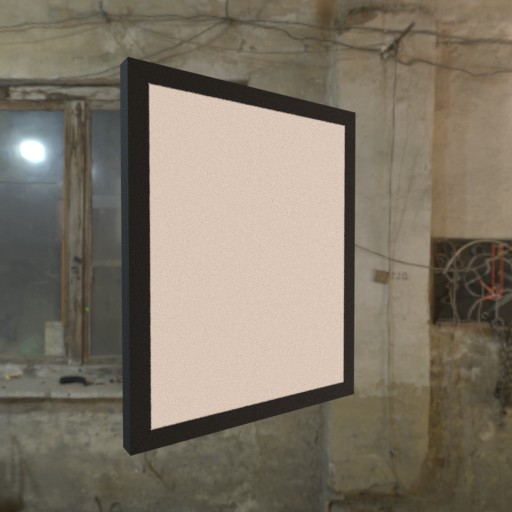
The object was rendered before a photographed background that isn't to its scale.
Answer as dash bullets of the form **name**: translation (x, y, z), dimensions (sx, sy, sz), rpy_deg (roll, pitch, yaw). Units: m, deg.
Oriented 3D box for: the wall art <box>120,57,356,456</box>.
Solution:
- **wall art**: translation (0.000, 0.000, 0.552), dimensions (0.329, 0.404, 0.024), rpy_deg (-1, 2, -35)
